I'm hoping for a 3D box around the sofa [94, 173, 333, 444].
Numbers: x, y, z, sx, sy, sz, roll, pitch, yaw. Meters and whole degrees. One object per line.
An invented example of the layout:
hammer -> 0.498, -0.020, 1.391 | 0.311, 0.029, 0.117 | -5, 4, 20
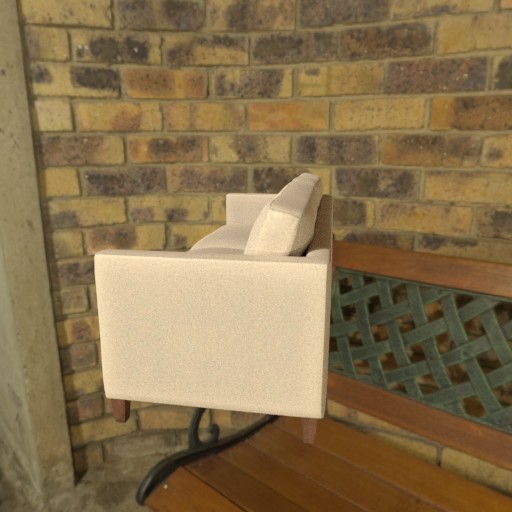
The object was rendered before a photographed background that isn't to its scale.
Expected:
sofa -> 0.000, 0.000, 2.831 | 0.951, 0.968, 2.361 | 2, 14, 9
